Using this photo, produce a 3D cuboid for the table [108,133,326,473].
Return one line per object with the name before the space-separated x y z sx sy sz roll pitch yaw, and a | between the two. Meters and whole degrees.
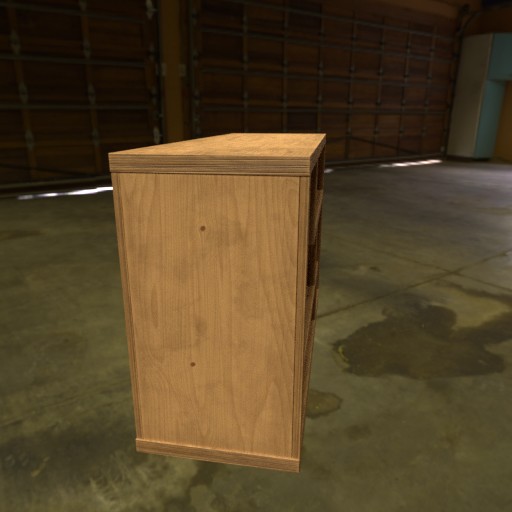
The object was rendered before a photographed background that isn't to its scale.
table | 0.000 0.000 1.522 0.410 0.771 1.151 3 18 10
